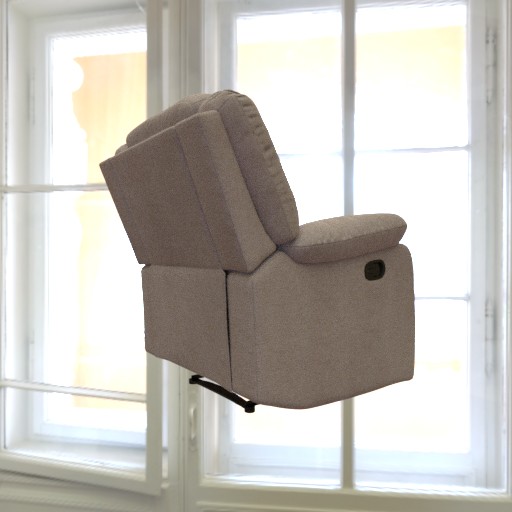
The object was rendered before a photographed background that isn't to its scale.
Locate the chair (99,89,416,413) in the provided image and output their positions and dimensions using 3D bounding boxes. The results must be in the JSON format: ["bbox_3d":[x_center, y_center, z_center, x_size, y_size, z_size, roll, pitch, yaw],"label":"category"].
[{"bbox_3d":[0.000,0.000,1.691,0.944,1.008,0.899,-1,1,-36],"label":"chair"}]
